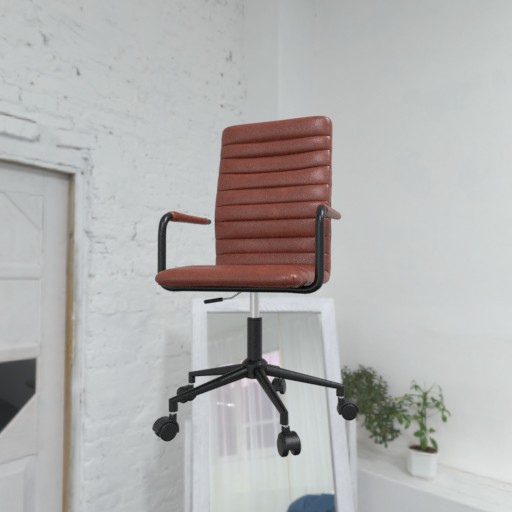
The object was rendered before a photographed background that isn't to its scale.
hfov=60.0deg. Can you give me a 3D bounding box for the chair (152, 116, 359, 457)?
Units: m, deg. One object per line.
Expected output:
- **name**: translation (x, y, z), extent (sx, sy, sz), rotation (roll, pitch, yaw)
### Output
- **chair**: translation (0.000, 0.000, 1.375), extent (0.608, 0.979, 0.580), rotation (-1, -2, 19)
